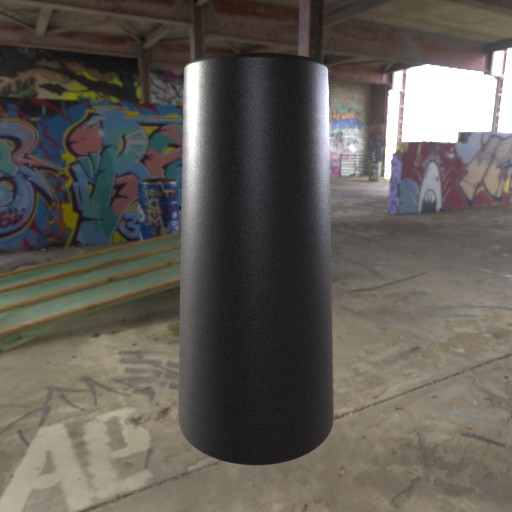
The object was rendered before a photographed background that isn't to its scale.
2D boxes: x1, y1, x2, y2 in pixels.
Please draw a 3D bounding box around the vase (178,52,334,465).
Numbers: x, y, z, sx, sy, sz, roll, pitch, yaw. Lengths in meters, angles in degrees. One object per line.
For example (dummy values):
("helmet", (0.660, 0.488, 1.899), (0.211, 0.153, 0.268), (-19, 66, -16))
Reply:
("vase", (0.000, 0.000, 0.363), (0.136, 0.289, 0.136), (-2, 14, -8))
